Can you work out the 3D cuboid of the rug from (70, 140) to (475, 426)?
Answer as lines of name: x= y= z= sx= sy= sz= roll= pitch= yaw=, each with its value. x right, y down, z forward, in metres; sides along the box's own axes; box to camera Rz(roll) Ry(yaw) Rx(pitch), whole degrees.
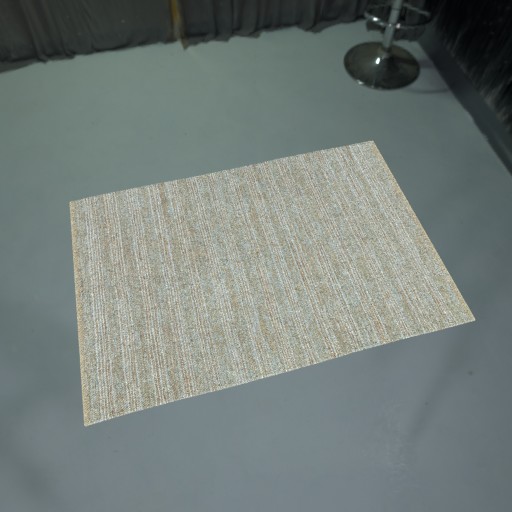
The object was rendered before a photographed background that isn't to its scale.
rug: x=0.000 y=0.000 z=2.292 sx=1.824 sy=0.010 sz=1.240 roll=-13 pitch=59 yaw=-8
